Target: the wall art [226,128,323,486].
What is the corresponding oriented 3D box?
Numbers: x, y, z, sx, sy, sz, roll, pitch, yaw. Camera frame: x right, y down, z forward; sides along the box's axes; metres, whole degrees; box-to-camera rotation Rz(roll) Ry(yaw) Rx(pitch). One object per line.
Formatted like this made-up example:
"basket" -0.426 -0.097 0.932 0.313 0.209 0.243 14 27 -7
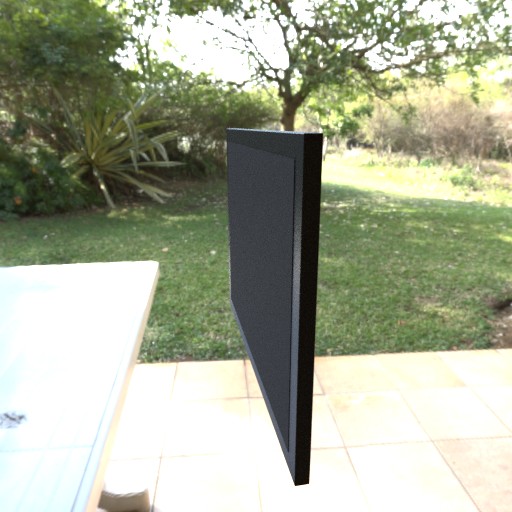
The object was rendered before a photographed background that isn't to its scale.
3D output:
"wall art" 0.000 0.000 0.559 0.016 0.306 0.432 -3 17 -10
